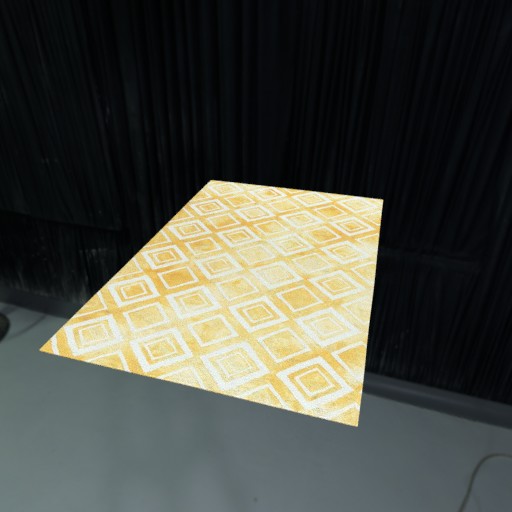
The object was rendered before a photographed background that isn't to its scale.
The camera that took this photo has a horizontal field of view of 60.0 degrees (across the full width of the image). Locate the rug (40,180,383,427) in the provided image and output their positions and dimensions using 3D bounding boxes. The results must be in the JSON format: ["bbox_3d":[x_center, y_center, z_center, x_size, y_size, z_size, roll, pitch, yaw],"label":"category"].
[{"bbox_3d":[0.000,0.000,2.310,1.213,0.010,1.829,9,32,14],"label":"rug"}]
